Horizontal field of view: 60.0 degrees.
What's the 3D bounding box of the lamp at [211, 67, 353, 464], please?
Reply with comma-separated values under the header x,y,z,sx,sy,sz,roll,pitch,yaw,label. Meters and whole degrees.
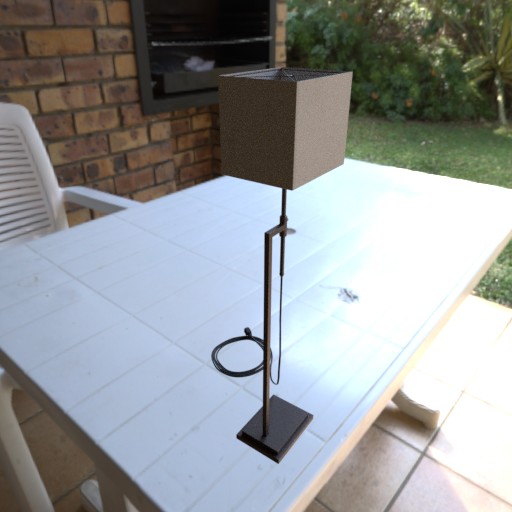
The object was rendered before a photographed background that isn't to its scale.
x,y,z,sx,sy,sz,roll,pitch,yaw,label
0.000,0.000,2.023,0.774,1.600,0.698,18,33,31,lamp
